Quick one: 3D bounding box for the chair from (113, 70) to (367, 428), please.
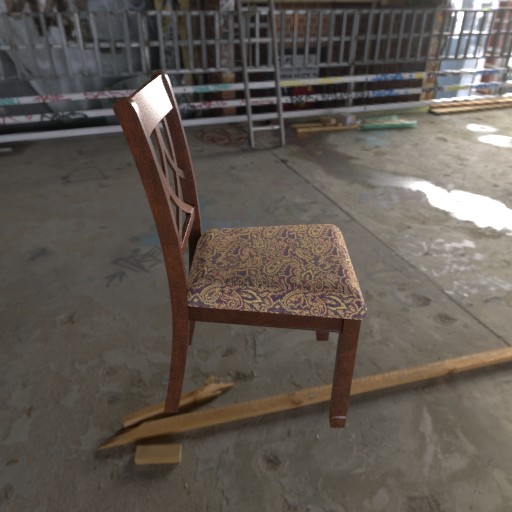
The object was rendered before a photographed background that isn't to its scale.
[{"bbox_3d":[0.000,0.000,1.309,0.584,0.965,0.457,0,31,1],"label":"chair"}]
